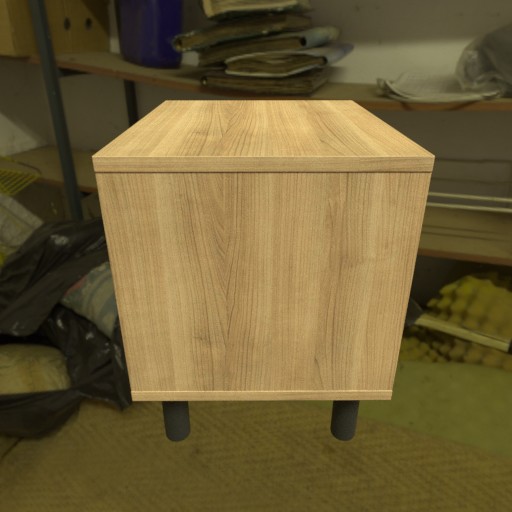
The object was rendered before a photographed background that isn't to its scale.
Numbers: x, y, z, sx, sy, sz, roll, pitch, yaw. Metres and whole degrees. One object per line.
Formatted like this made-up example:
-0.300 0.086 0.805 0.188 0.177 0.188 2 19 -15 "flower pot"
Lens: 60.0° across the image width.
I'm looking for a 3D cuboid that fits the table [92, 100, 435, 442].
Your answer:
0.000 0.000 0.773 0.380 0.460 0.445 0 27 0 "table"
